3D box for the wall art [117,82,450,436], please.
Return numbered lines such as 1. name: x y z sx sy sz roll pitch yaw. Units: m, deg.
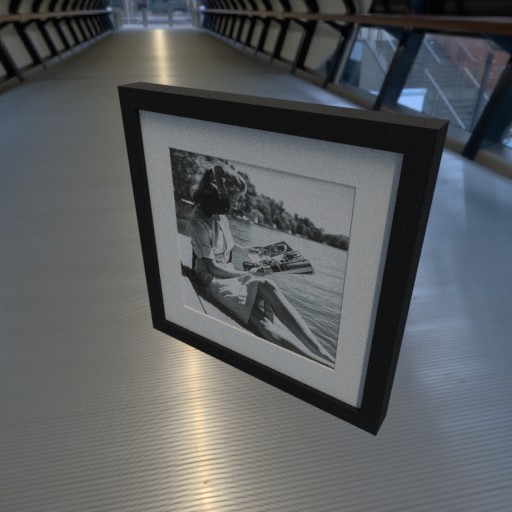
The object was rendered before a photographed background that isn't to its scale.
1. wall art: 0.000 0.000 0.452 0.308 0.305 0.030 18 35 28
